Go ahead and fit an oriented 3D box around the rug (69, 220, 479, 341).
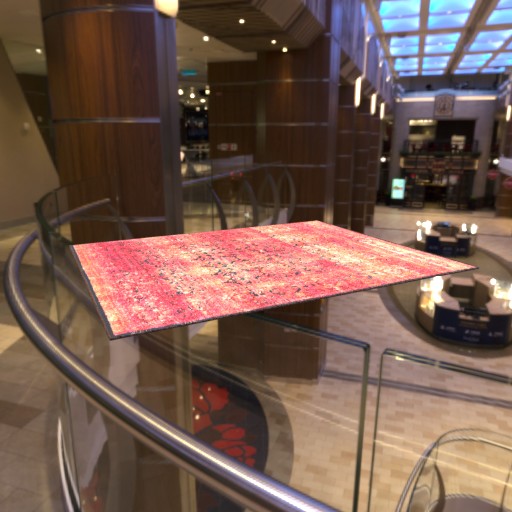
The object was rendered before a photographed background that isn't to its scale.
[{"bbox_3d":[0.000,0.000,4.120,3.032,0.020,2.411,-8,17,-26],"label":"rug"}]
